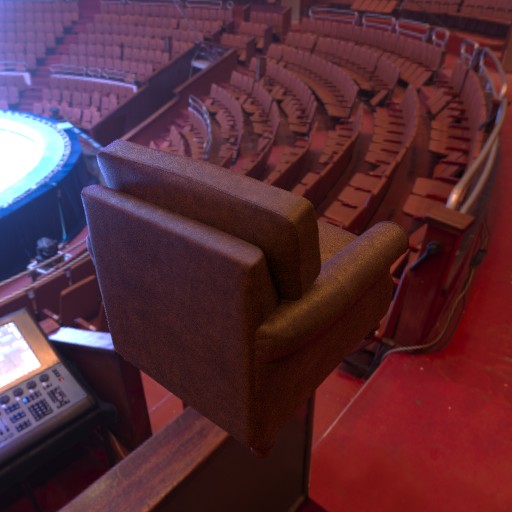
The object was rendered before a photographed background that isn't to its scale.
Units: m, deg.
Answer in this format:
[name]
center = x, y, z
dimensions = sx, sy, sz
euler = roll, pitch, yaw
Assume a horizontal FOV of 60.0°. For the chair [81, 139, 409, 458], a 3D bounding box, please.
[chair]
center = 0.000, 0.000, 1.794
dimensions = 0.996, 0.976, 1.002
euler = 22, 37, 33
